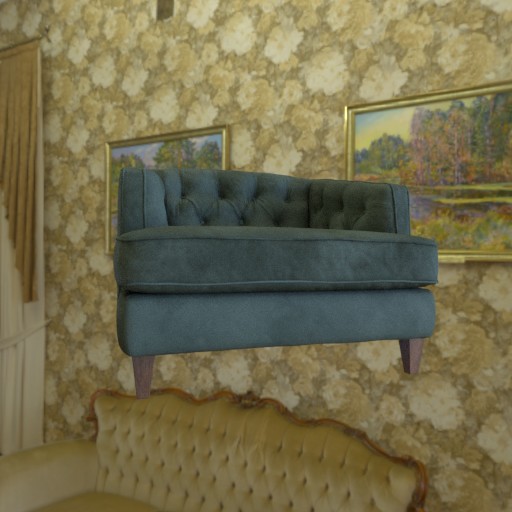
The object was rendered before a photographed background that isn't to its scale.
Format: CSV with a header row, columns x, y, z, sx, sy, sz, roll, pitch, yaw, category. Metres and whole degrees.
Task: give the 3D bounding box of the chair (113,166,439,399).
x,y,z,sx,sy,sz,roll,pitch,yaw,category
0.000,0.000,1.800,1.104,0.852,0.941,0,-1,-18,chair
